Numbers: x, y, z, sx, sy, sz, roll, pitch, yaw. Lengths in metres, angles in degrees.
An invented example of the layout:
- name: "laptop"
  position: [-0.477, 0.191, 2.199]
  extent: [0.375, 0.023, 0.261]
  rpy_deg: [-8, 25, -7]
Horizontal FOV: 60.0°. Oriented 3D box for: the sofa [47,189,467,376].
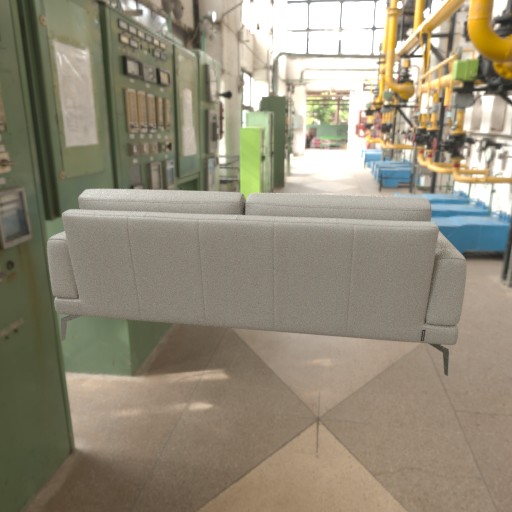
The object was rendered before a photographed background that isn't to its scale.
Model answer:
- name: "sofa"
  position: [0.000, 0.000, 2.401]
  extent: [1.940, 0.765, 0.974]
  rpy_deg: [3, 17, 10]
